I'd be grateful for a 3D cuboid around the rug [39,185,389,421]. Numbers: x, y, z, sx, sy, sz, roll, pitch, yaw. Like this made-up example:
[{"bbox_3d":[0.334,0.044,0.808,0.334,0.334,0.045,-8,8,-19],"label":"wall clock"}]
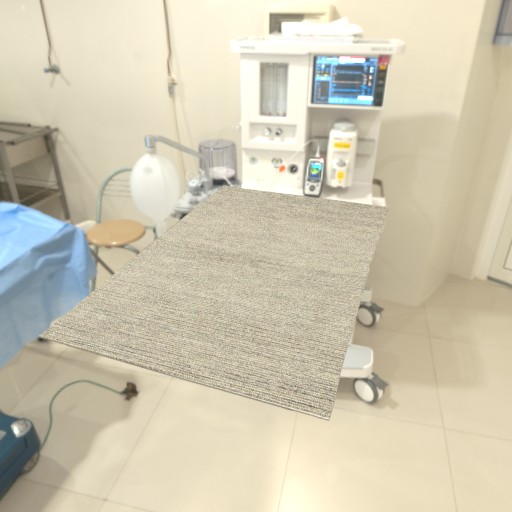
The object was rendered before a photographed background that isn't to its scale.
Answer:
[{"bbox_3d":[0.000,0.000,2.298,1.162,0.022,1.804,10,31,18],"label":"rug"}]
